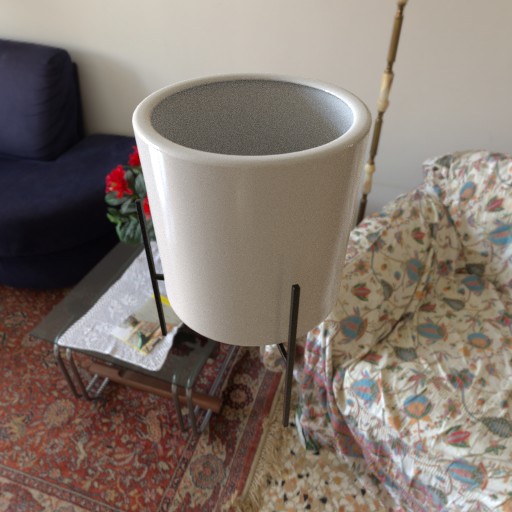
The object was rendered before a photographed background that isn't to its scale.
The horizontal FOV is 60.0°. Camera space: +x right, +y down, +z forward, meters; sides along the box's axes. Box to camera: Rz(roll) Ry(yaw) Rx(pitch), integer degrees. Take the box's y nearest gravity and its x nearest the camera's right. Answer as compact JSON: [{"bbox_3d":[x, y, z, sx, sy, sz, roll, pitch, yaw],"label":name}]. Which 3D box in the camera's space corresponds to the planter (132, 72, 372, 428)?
[{"bbox_3d":[0.000,0.000,0.649,0.307,0.431,0.308,-11,41,-13],"label":"planter"}]
